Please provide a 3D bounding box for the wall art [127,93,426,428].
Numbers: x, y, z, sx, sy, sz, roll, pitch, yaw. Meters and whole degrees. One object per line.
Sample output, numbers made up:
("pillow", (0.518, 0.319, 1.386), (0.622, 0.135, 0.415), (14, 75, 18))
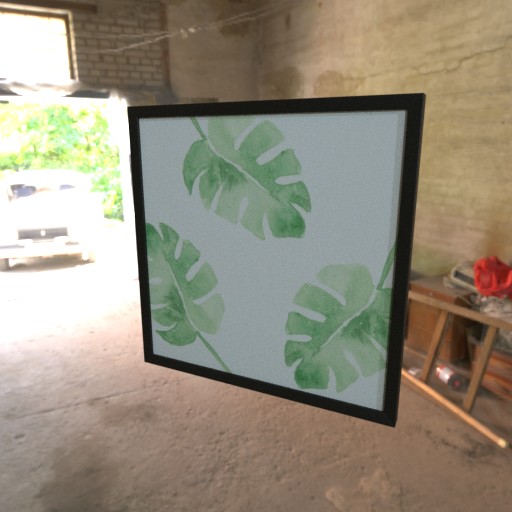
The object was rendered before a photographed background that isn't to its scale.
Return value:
("wall art", (0.000, 0.000, 1.157), (0.765, 0.765, 0.038), (7, 16, 25))
